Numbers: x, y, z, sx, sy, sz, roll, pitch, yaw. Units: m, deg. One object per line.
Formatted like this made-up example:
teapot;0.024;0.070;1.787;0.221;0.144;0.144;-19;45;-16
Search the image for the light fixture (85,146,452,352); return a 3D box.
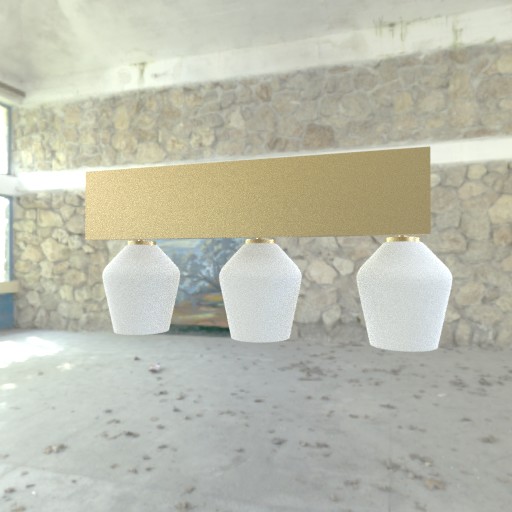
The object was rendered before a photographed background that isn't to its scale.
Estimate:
light fixture;0.000;0.000;0.743;0.609;0.280;0.190;0;-1;18
